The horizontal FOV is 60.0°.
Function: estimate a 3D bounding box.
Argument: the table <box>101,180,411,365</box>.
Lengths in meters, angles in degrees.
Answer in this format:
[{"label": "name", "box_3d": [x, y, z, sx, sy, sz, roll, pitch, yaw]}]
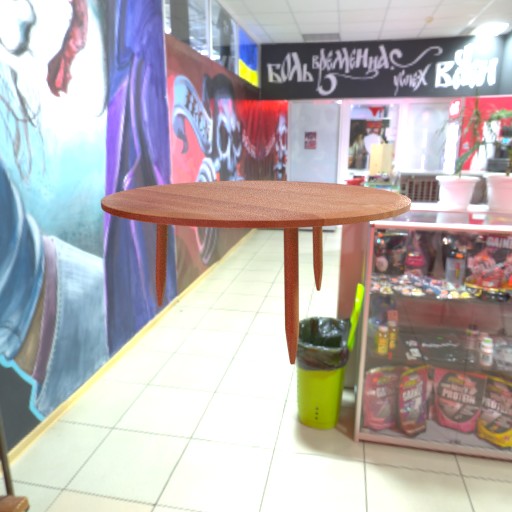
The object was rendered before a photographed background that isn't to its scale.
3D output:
[{"label": "table", "box_3d": [0.000, 0.000, 1.405, 0.900, 0.400, 0.900, 0, 15, 0]}]
